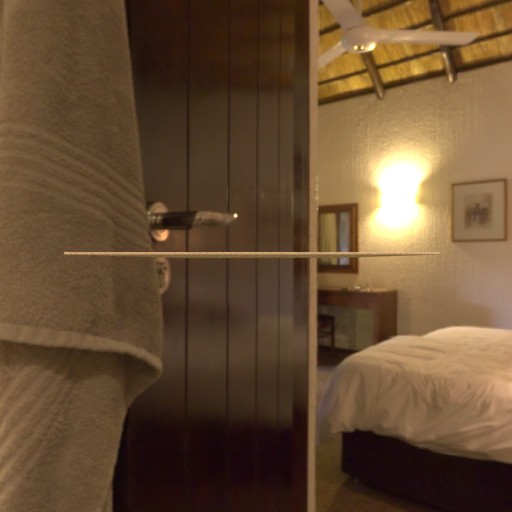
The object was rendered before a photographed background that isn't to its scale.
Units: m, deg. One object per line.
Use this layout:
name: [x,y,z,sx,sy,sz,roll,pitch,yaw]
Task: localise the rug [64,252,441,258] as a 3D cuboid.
rug: [0.000,0.000,2.355,1.236,0.009,1.839,0,-1,1]
